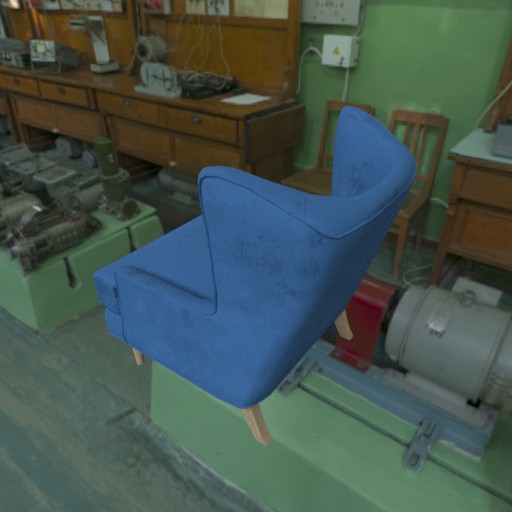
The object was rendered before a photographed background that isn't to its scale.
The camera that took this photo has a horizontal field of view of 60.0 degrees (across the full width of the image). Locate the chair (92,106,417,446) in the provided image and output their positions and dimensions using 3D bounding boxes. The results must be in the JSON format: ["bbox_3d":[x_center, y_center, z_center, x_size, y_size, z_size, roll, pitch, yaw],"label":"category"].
[{"bbox_3d":[0.000,0.000,1.598,0.910,0.952,0.793,21,37,30],"label":"chair"}]
